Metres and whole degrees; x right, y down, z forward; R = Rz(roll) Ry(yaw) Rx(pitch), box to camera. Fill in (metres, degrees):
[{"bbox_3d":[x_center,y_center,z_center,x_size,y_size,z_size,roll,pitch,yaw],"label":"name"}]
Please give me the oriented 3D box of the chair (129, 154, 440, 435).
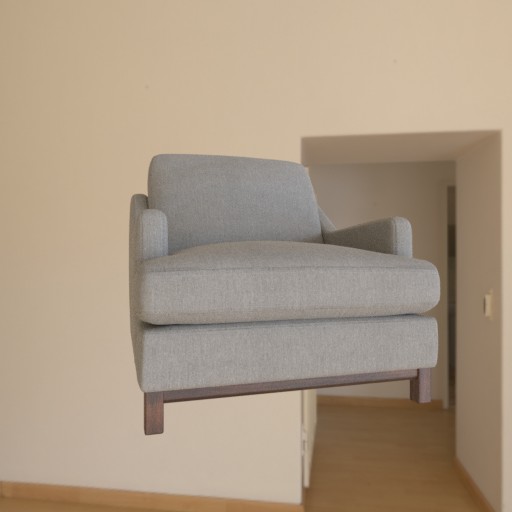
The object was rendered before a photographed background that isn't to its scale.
[{"bbox_3d":[0.000,0.000,1.509,0.826,0.821,0.892,0,0,-17],"label":"chair"}]
